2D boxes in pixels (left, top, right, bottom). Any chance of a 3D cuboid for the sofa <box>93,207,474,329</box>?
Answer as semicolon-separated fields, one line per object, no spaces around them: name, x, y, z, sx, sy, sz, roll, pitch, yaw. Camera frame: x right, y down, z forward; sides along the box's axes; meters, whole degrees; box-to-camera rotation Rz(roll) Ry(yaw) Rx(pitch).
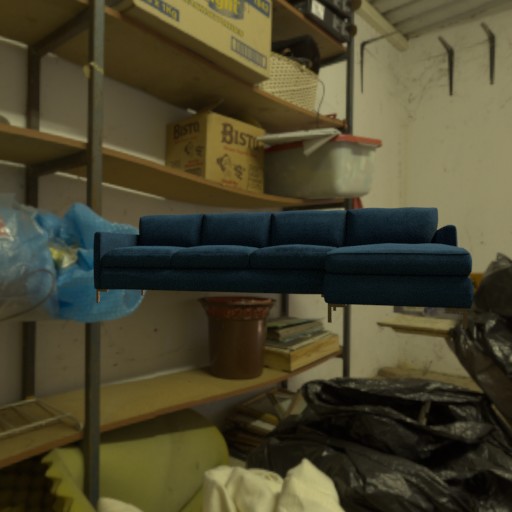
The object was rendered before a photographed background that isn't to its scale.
sofa;0.000;0.000;3.490;2.932;0.810;1.350;0;0;18
